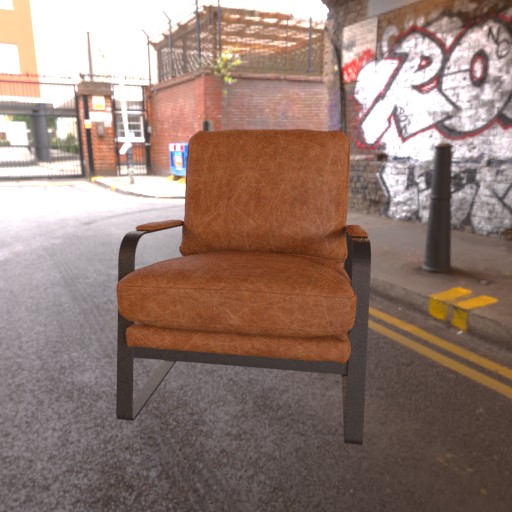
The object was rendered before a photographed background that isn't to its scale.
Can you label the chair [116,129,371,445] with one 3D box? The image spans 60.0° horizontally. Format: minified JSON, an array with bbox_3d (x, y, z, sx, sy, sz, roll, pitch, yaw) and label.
[{"bbox_3d":[0.000,0.000,1.381,0.651,0.777,0.801,2,14,9],"label":"chair"}]
